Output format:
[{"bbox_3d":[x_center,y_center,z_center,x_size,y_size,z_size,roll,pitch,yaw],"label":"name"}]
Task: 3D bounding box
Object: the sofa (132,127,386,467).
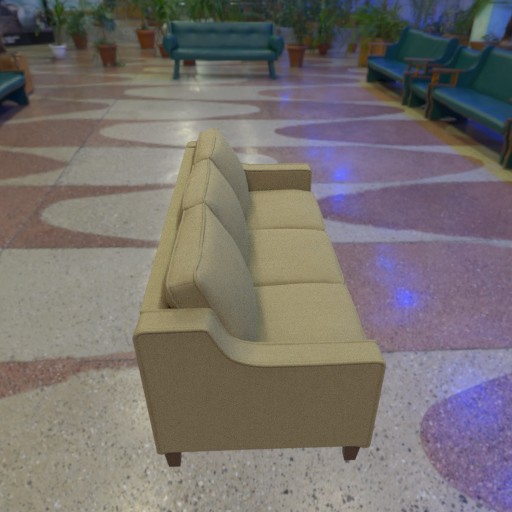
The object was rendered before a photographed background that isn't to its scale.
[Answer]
[{"bbox_3d":[0.000,0.000,2.506,0.911,0.974,1.986,-1,33,-2],"label":"sofa"}]
